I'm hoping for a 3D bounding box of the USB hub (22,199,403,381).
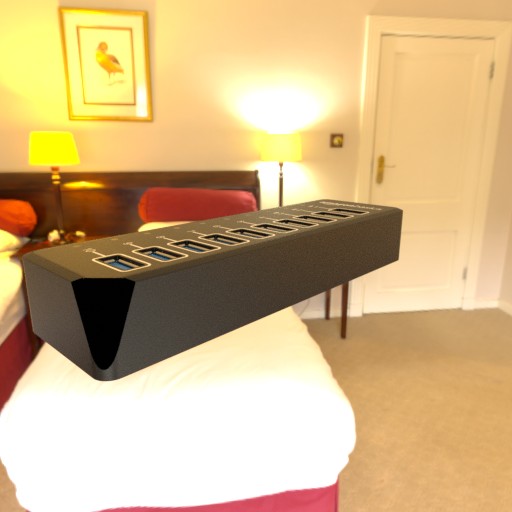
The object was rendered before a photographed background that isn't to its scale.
[{"bbox_3d":[0.000,0.000,0.161,0.044,0.023,0.145,14,21,42],"label":"USB hub"}]
